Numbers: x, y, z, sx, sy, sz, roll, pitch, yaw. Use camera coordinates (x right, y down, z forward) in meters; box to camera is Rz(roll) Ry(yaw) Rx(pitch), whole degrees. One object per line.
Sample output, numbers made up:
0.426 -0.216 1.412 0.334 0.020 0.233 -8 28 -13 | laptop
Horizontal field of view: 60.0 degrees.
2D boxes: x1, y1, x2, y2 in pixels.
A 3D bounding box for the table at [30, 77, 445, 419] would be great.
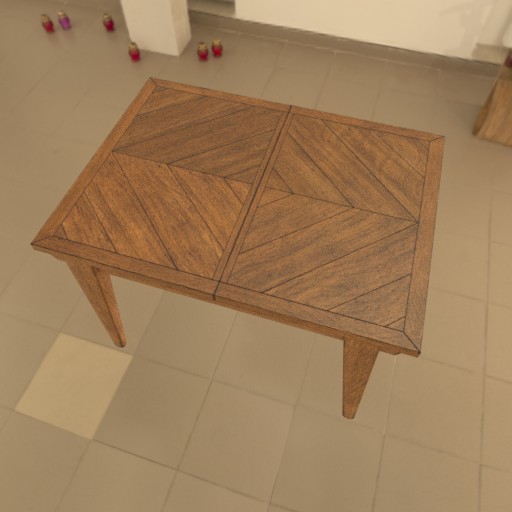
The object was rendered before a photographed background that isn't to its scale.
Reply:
0.000 0.000 1.614 1.027 0.760 0.757 15 58 9 | table
